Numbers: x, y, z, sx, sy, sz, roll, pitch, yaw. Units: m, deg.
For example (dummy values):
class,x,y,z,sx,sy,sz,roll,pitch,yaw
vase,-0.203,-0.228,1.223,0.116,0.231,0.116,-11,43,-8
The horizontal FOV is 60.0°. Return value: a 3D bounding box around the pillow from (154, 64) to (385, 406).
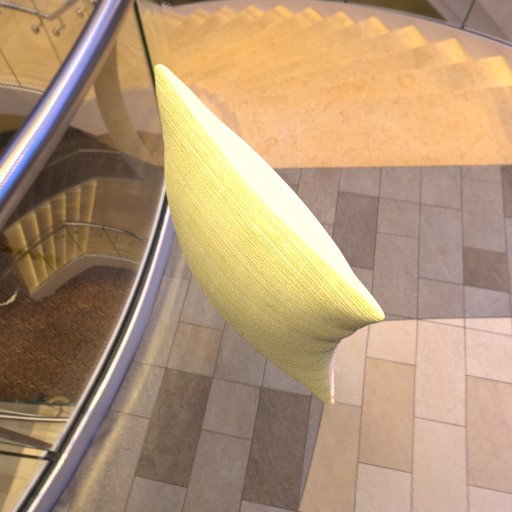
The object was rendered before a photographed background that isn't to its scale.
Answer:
class,x,y,z,sx,sy,sz,roll,pitch,yaw
pillow,0.000,0.000,0.824,0.229,0.487,0.560,-32,67,-15
